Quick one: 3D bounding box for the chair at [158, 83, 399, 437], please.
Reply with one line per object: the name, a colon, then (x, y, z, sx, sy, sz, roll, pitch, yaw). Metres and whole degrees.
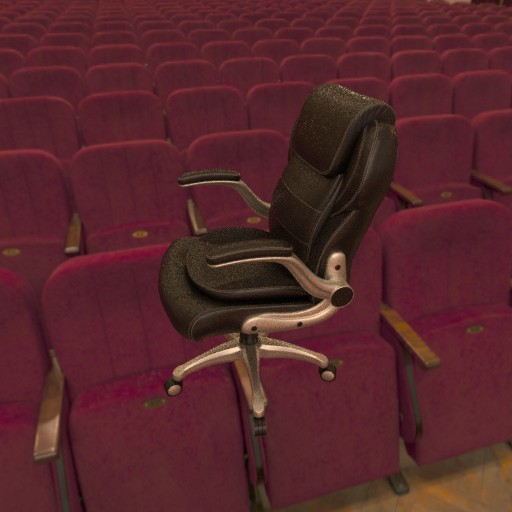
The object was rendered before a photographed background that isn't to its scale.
chair: (0.000, 0.000, 1.661, 0.801, 1.141, 0.724, -8, 31, -14)
